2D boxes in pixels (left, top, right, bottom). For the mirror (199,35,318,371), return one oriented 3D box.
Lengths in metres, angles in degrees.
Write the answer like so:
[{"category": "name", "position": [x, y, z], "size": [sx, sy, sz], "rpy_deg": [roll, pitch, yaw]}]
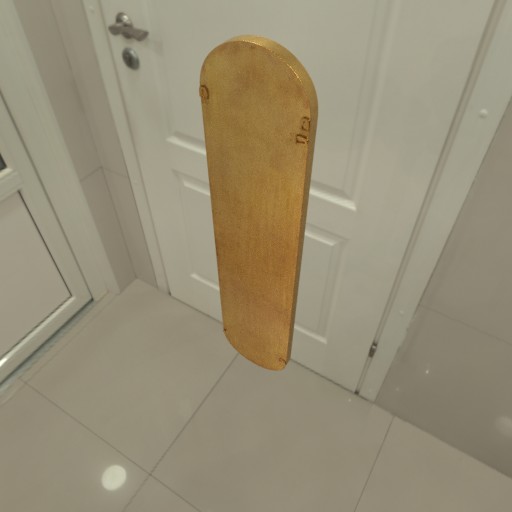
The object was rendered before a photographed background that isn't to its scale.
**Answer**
[{"category": "mirror", "position": [0.000, 0.000, 1.050], "size": [0.222, 0.991, 0.032], "rpy_deg": [24, 52, 21]}]
